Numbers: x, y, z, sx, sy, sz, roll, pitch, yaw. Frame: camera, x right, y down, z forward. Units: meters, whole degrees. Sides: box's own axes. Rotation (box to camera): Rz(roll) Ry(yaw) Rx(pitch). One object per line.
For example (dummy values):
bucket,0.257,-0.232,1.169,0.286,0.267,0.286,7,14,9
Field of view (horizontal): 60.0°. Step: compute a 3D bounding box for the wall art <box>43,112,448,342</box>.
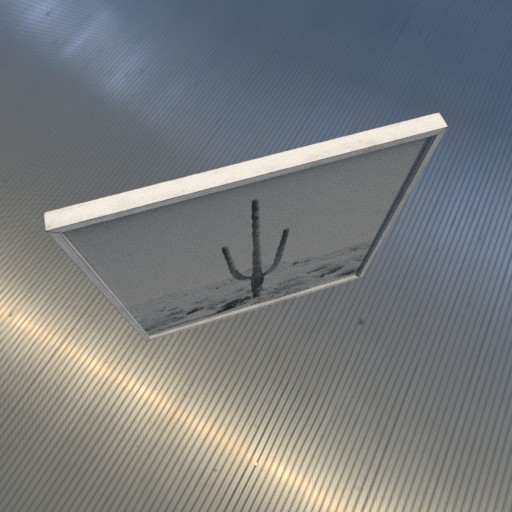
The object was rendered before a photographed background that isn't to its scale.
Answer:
wall art,0.000,0.000,1.155,0.762,0.762,0.038,-16,66,-7
